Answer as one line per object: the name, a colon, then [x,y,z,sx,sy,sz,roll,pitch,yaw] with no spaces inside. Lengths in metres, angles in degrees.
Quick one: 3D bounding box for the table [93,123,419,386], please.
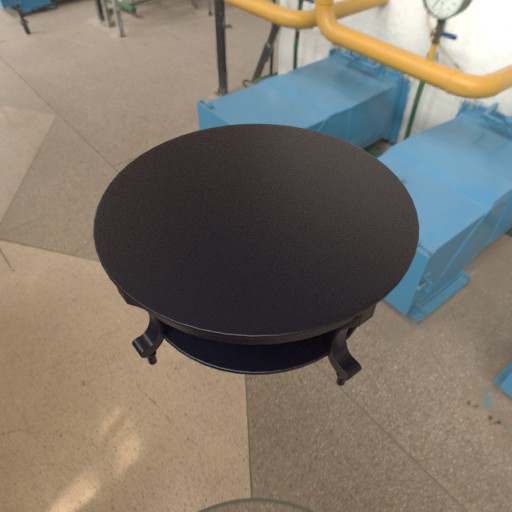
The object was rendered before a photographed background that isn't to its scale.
table: [0.000,0.000,1.610,1.029,0.491,1.029,0,46,0]
